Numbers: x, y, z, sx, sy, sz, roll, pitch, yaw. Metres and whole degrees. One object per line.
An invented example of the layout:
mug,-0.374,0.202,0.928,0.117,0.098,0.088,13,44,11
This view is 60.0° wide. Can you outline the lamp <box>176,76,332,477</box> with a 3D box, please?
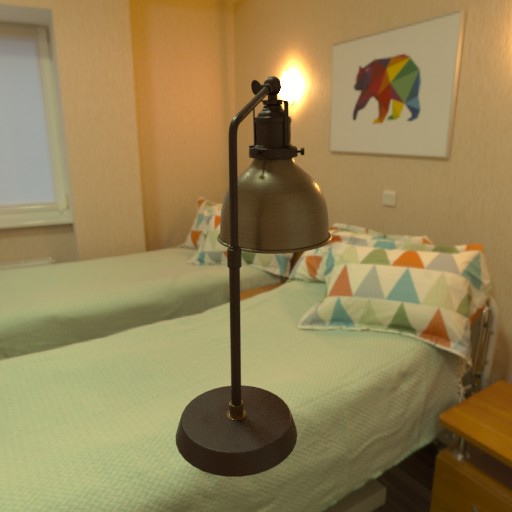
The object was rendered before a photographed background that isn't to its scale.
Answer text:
lamp,0.000,0.000,0.605,0.175,0.469,0.298,8,17,26
